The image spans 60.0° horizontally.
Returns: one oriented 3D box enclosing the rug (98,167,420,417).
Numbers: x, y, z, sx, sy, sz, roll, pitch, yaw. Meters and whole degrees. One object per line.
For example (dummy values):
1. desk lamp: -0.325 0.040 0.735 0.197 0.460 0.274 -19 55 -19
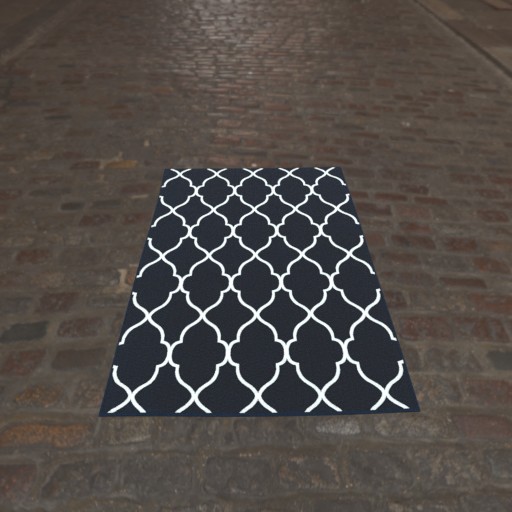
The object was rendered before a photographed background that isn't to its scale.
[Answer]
1. rug: 0.000 0.000 2.944 1.528 0.014 2.294 -1 41 -1
